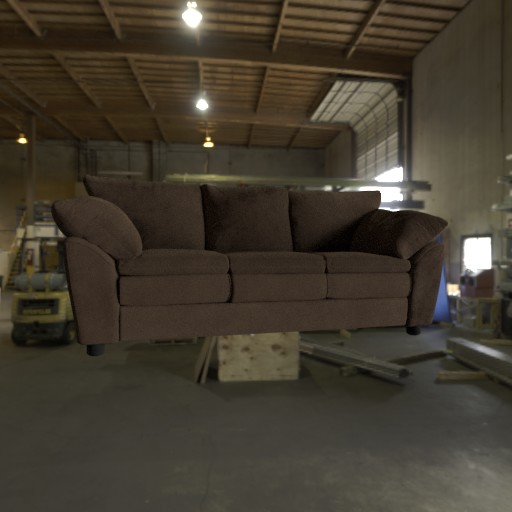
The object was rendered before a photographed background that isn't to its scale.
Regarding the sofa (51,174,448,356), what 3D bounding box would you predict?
[{"bbox_3d":[0.000,0.000,2.865,2.336,1.015,0.878,0,0,-18],"label":"sofa"}]
